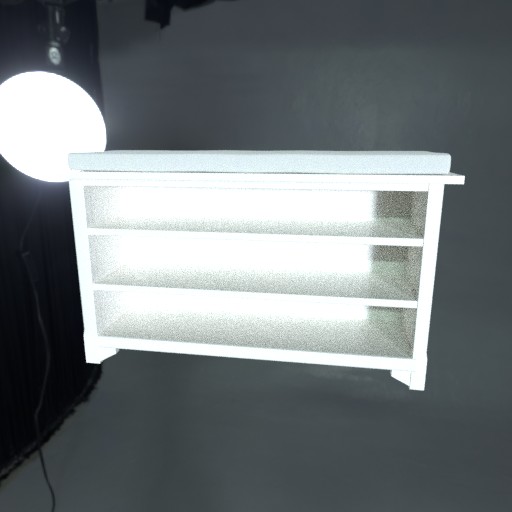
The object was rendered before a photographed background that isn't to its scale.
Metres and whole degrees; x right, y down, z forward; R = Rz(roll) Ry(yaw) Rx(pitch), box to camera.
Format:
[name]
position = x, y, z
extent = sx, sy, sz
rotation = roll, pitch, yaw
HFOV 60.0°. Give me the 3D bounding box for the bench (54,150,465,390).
[bench]
position = 0.000, 0.000, 1.278
extent = 0.987, 0.589, 0.346
rotation = 2, 14, 9
